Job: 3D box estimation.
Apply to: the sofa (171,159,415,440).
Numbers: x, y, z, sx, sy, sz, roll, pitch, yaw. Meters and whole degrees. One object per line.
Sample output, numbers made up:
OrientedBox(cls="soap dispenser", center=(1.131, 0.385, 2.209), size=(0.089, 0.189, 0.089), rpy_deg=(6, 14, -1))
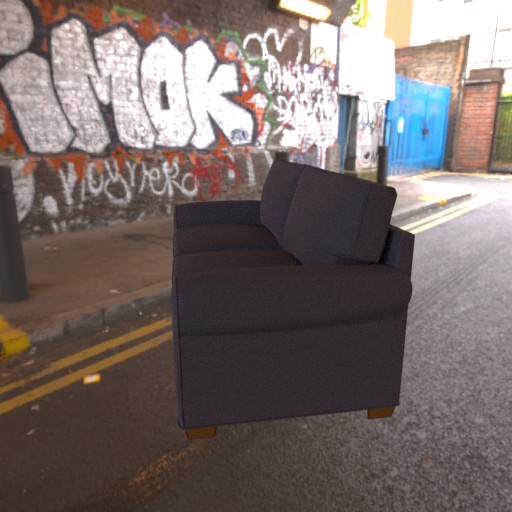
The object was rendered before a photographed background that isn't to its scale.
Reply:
OrientedBox(cls="sofa", center=(0.000, 0.000, 2.562), size=(0.951, 1.031, 2.009), rpy_deg=(-3, 15, -10))
